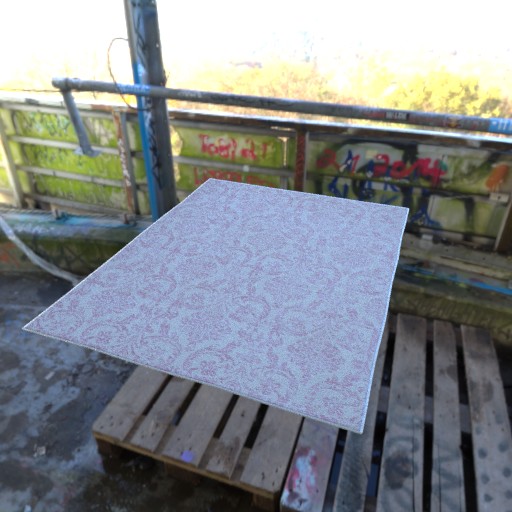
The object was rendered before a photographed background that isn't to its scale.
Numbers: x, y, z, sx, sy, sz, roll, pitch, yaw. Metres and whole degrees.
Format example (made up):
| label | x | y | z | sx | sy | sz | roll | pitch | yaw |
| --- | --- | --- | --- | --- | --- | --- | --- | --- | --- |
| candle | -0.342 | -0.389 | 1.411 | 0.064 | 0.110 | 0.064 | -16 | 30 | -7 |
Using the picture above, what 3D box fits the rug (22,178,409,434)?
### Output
| label | x | y | z | sx | sy | sz | roll | pitch | yaw |
| --- | --- | --- | --- | --- | --- | --- | --- | --- | --- |
| rug | 0.000 | 0.000 | 3.917 | 2.363 | 0.012 | 2.980 | 11 | 34 | 18 |
